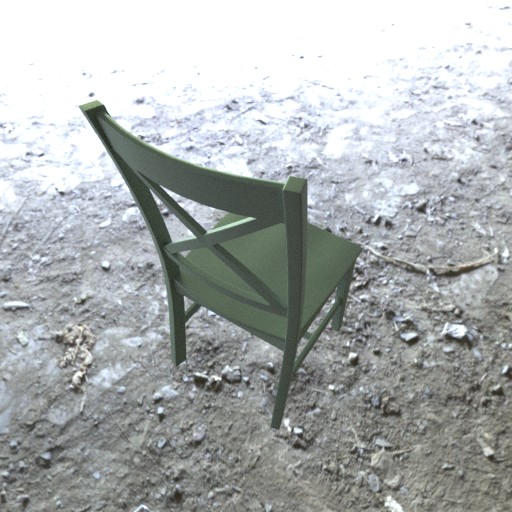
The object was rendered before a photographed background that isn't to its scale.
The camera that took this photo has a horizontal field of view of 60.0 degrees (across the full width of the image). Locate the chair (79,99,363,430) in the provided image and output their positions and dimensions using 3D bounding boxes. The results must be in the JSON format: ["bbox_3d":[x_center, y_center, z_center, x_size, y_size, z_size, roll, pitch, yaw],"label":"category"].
[{"bbox_3d":[0.000,0.000,1.249,0.485,0.983,0.542,26,52,22],"label":"chair"}]
